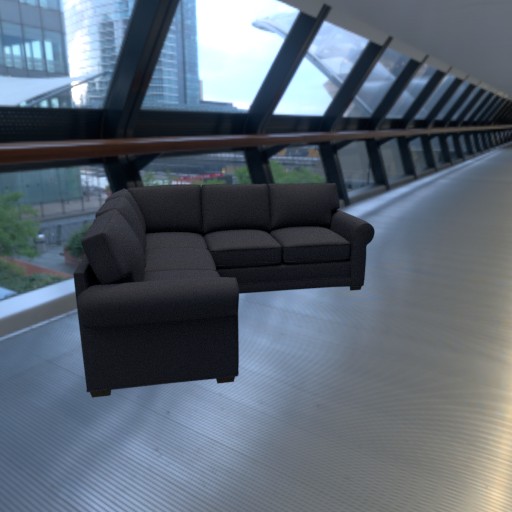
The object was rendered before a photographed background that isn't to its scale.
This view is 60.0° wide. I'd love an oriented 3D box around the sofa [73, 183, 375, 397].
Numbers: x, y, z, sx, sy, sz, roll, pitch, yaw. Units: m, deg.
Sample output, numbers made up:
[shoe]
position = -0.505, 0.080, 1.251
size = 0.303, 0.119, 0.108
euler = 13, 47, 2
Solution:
[sofa]
position = 0.000, 0.000, 3.866
size = 2.562, 1.042, 2.487
euler = -3, 16, -11
